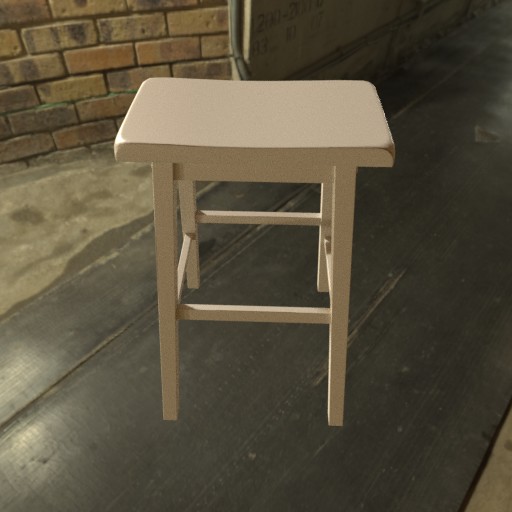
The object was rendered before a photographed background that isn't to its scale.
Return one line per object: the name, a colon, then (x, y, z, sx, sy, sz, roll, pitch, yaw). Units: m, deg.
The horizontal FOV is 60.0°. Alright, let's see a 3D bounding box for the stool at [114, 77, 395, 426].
stool: (0.000, 0.000, 1.036, 0.457, 0.737, 0.476, 1, 46, 1)
